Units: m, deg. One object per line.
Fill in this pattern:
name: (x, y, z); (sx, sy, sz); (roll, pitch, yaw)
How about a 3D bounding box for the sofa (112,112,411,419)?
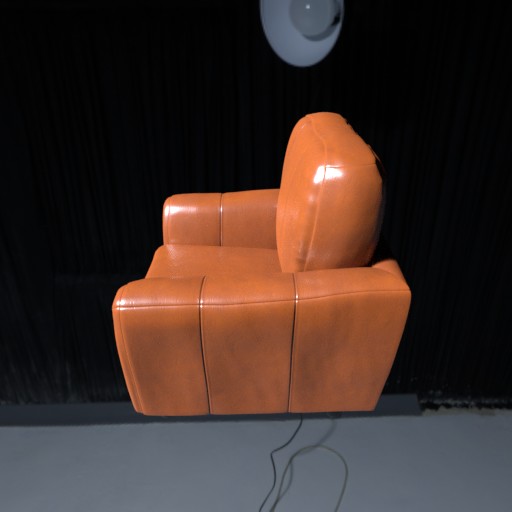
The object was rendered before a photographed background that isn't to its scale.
sofa: (0.000, 0.000, 1.504); (0.789, 0.876, 0.836); (0, 28, 0)
